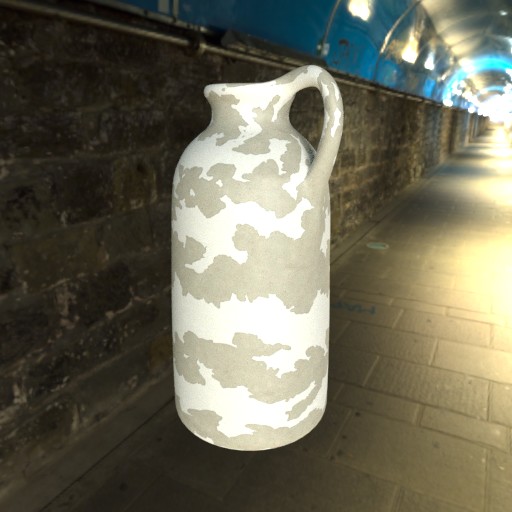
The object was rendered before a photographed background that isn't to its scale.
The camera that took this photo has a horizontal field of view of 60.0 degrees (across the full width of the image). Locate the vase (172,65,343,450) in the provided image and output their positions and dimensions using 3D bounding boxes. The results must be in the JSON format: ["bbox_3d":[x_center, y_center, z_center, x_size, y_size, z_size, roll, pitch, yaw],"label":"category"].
[{"bbox_3d":[0.000,0.000,0.491,0.203,0.382,0.186,16,23,41],"label":"vase"}]
